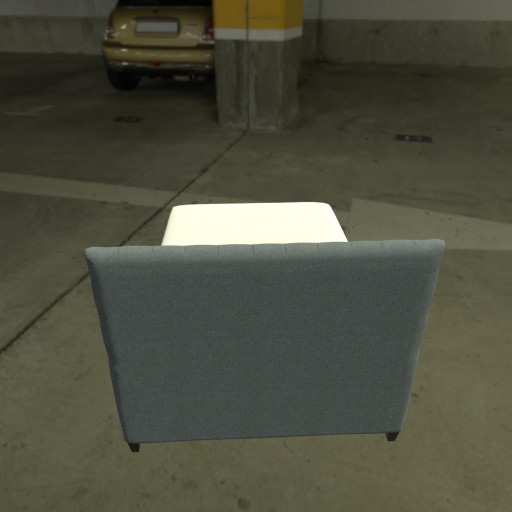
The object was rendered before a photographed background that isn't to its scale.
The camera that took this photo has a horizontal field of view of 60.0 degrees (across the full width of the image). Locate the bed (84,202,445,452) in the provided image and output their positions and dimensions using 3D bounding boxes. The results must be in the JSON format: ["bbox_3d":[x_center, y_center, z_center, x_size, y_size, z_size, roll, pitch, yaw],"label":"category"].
[{"bbox_3d":[0.000,0.000,3.377,1.698,1.411,2.335,-1,30,-2],"label":"bed"}]
